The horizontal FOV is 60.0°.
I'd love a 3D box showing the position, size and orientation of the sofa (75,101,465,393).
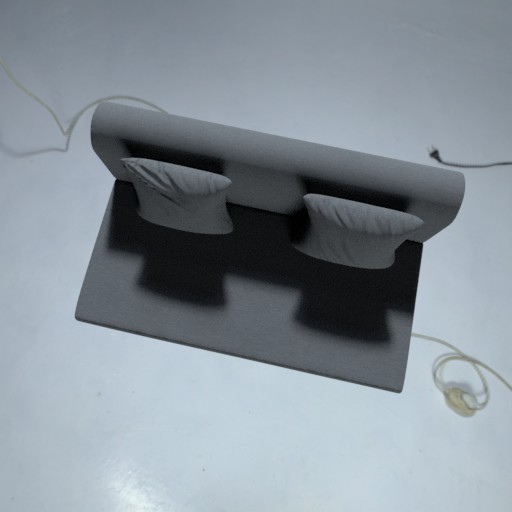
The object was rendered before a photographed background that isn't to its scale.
[{"bbox_3d":[0.000,0.000,1.678,1.225,0.670,0.762,12,77,3],"label":"sofa"}]
